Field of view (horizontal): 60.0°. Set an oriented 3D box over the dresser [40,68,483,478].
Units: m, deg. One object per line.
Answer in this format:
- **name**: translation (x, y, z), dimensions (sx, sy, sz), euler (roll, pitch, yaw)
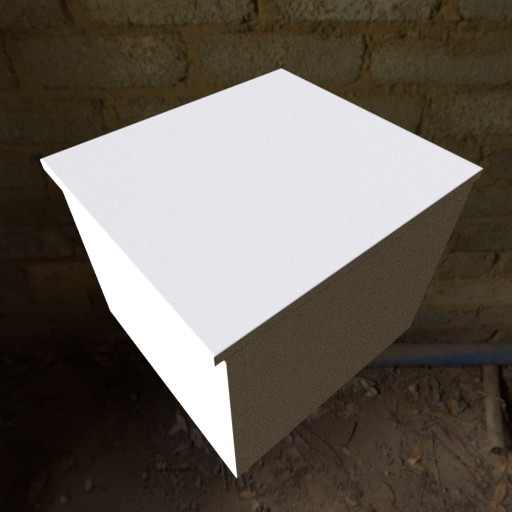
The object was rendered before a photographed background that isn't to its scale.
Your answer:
- **dresser**: translation (0.000, 0.000, 0.711), dimensions (0.430, 0.360, 0.400), euler (-31, 54, -26)
